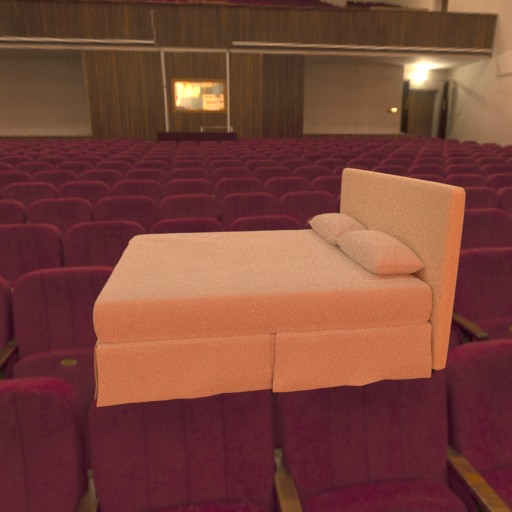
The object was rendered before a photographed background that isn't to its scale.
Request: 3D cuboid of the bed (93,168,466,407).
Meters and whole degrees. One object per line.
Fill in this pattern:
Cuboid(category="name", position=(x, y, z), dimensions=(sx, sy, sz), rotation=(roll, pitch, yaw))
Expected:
Cuboid(category="bed", position=(0.000, 0.000, 3.681), dimensions=(2.341, 1.317, 2.119), rotation=(-2, 15, -8))
